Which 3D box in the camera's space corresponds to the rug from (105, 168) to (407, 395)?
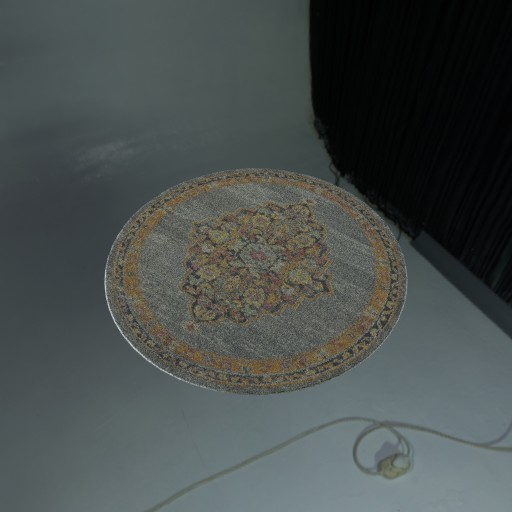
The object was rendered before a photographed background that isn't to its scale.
[{"bbox_3d":[0.000,0.000,2.405,1.598,0.010,1.598,0,47,0],"label":"rug"}]
